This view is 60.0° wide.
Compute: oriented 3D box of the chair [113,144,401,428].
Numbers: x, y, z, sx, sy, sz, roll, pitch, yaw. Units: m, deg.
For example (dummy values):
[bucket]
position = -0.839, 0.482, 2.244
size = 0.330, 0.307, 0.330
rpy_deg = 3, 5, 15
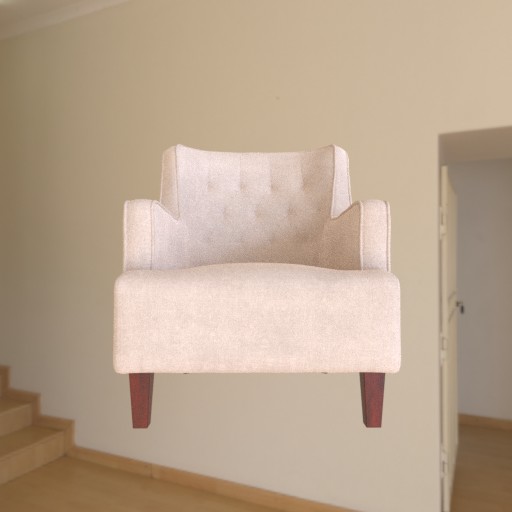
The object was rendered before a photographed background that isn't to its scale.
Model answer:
[chair]
position = 0.000, 0.000, 1.569
size = 0.781, 0.920, 0.910
rpy_deg = 0, -1, 0
